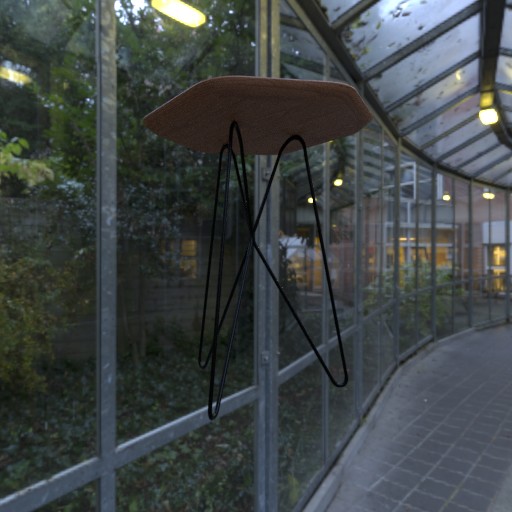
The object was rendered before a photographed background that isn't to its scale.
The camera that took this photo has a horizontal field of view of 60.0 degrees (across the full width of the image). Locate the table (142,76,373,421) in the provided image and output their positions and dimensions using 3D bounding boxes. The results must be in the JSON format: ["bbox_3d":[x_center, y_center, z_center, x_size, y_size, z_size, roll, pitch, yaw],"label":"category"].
[{"bbox_3d":[0.000,0.000,0.924,0.400,0.562,0.500,0,0,-37],"label":"table"}]
